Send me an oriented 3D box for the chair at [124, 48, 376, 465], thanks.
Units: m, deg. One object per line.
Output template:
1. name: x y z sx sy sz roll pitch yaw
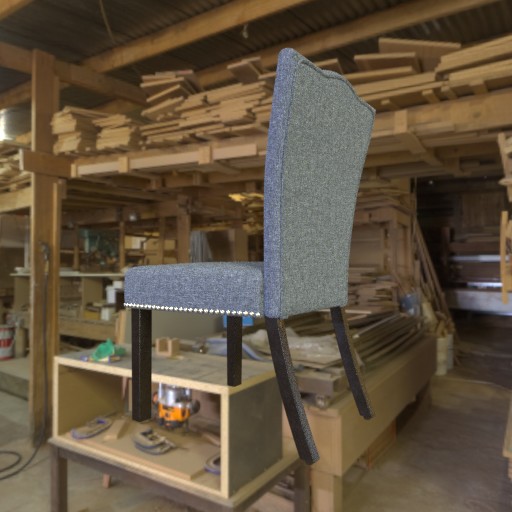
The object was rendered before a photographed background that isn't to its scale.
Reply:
1. chair: 0.000 0.000 1.311 0.589 0.946 0.518 0 0 36
